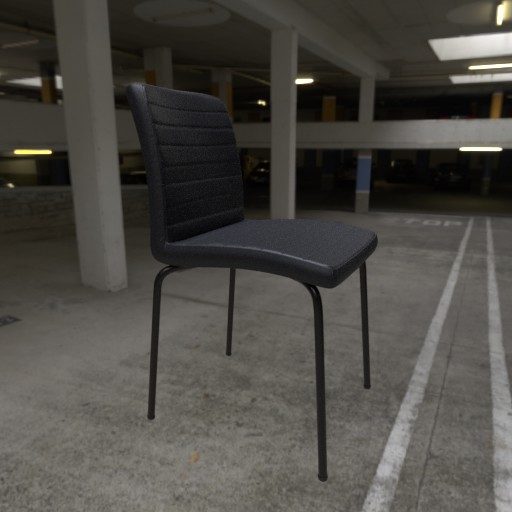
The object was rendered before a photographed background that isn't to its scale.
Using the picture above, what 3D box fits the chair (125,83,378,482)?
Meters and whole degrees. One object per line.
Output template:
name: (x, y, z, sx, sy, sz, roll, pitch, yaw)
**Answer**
chair: (0.000, 0.000, 1.191, 0.572, 0.872, 0.450, 7, 16, 26)
